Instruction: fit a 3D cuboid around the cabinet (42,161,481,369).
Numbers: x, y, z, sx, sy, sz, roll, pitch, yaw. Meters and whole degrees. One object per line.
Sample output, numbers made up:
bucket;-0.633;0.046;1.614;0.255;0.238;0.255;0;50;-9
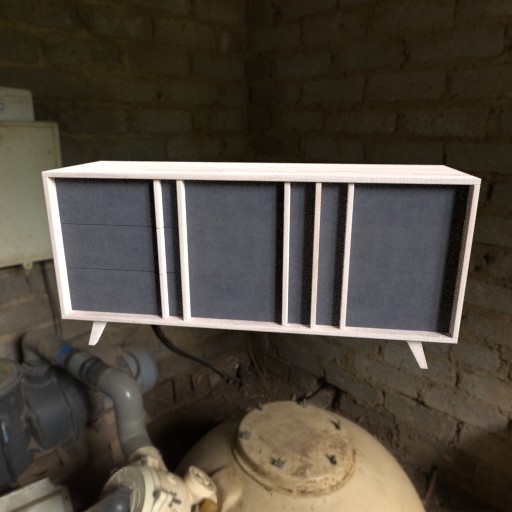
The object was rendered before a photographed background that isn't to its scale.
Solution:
cabinet;0.000;0.000;2.000;1.650;0.780;0.500;2;17;8
